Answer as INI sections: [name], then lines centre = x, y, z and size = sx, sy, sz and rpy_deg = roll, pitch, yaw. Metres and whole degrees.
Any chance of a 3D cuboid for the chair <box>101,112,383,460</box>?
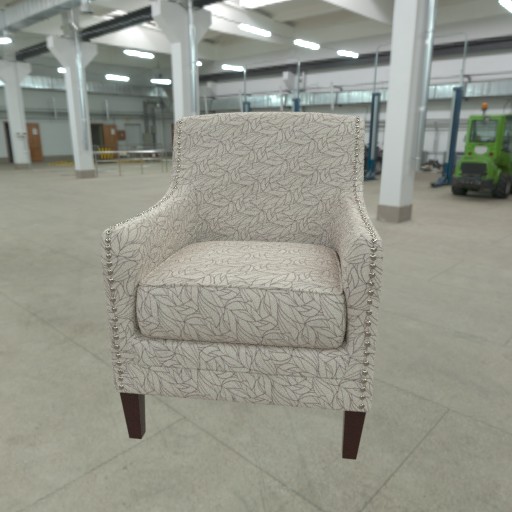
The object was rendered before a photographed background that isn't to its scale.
[chair]
centre = 0.000, 0.000, 1.276
size = 0.623, 0.816, 0.651
rpy_deg = 2, 15, 8
